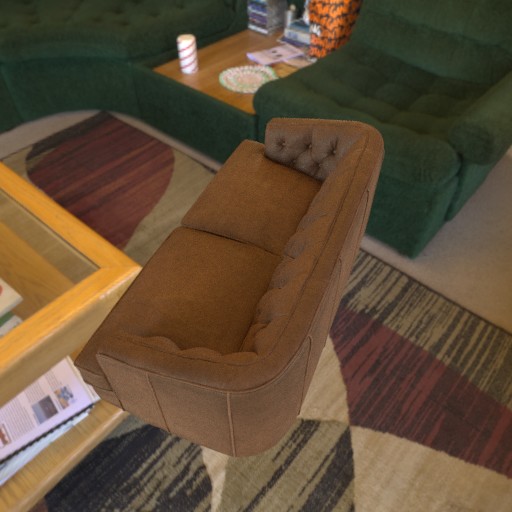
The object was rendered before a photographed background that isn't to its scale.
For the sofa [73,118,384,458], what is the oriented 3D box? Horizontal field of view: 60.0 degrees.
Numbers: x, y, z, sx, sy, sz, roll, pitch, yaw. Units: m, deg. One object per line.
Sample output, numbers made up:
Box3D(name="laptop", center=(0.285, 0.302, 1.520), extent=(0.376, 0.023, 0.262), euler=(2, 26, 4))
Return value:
Box3D(name="sofa", center=(0.000, 0.000, 2.234), extent=(0.917, 0.799, 1.767), euler=(17, 50, 15))
